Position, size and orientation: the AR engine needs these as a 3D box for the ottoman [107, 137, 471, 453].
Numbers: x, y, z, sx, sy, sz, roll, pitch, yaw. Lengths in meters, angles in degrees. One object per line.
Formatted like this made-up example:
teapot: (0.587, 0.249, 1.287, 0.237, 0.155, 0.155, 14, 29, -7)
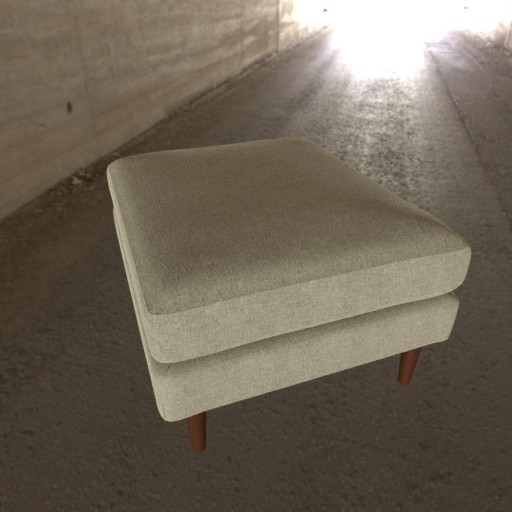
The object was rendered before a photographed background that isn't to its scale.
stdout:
ottoman: (0.000, 0.000, 1.233, 0.693, 0.474, 0.821, -11, 33, -18)
